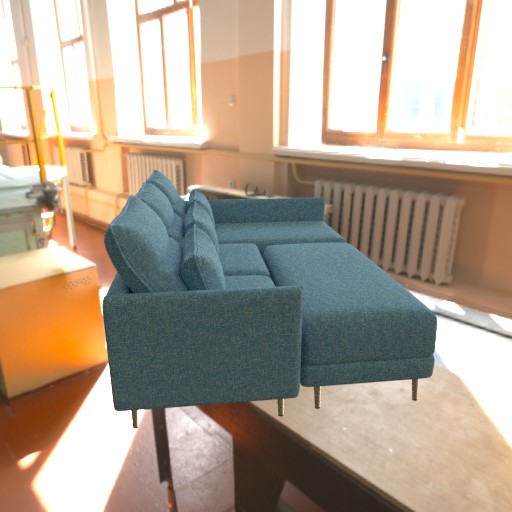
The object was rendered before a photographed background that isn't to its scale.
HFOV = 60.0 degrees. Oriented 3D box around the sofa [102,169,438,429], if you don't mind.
[{"bbox_3d":[0.000,0.000,2.731,1.420,0.899,2.034,-2,17,-7],"label":"sofa"}]
